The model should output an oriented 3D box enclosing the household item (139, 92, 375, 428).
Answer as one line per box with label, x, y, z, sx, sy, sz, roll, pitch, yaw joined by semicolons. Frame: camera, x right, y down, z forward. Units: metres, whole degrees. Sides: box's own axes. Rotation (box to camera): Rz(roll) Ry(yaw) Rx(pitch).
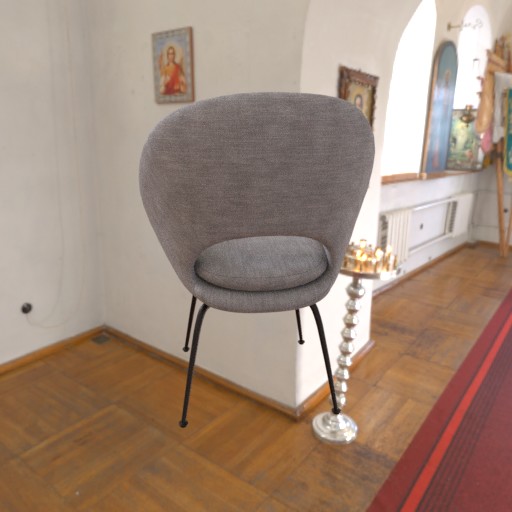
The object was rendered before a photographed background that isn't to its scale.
household item;0.000;0.000;1.307;0.643;0.869;0.587;-2;16;-7
